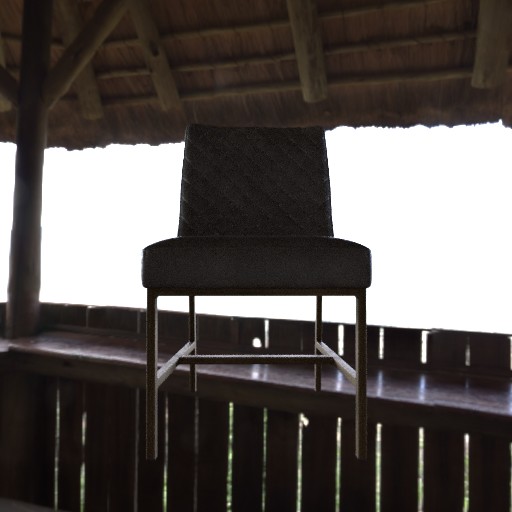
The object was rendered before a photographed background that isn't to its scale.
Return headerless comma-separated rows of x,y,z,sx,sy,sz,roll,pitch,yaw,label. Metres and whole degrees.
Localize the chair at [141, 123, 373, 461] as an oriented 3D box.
0.000,0.000,1.234,0.508,0.889,0.587,0,0,0,chair
